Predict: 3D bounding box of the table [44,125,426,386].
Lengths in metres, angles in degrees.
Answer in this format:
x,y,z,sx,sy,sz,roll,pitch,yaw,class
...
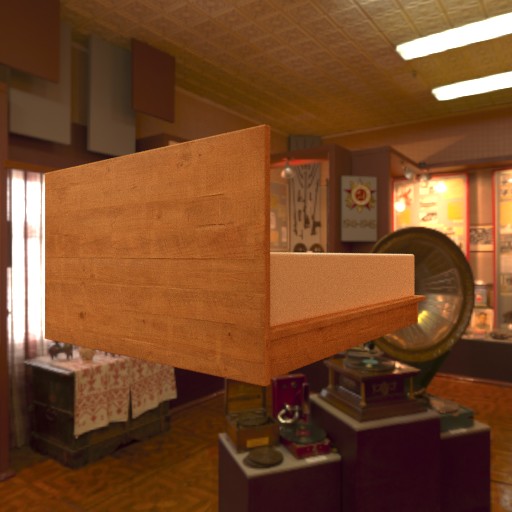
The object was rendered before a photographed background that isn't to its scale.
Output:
x,y,z,sx,sy,sz,roll,pitch,yaw,class
0.000,0.000,3.126,1.707,1.041,2.149,0,0,37,table
